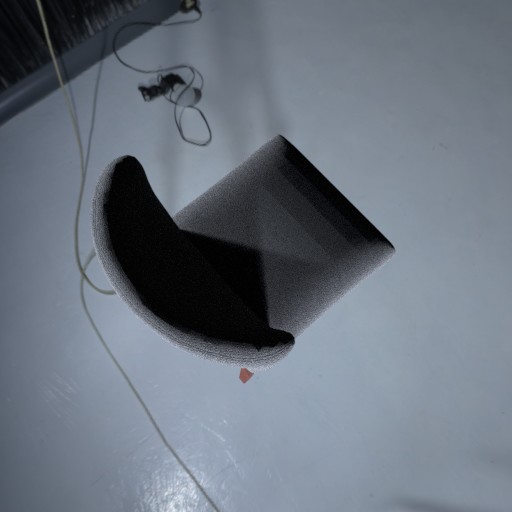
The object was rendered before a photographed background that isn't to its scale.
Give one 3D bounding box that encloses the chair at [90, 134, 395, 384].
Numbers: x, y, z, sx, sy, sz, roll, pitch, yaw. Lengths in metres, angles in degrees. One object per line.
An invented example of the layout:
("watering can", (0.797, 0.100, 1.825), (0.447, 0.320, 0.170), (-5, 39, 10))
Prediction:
("chair", (0.000, 0.000, 1.176), (0.589, 0.839, 0.491), (-40, 78, -10))
